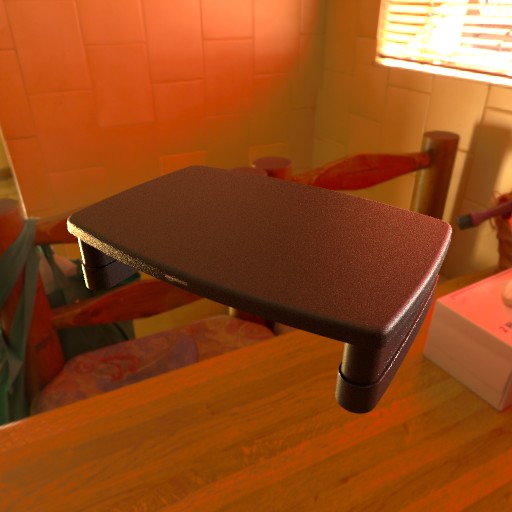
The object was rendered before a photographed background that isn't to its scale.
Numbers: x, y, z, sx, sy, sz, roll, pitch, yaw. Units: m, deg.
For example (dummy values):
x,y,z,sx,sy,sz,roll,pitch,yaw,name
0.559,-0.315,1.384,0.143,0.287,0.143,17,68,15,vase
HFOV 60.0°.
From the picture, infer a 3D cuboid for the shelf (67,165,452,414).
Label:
x,y,z,sx,sy,sz,roll,pitch,yaw,name
0.000,0.000,0.546,0.410,0.100,0.280,18,34,29,shelf
